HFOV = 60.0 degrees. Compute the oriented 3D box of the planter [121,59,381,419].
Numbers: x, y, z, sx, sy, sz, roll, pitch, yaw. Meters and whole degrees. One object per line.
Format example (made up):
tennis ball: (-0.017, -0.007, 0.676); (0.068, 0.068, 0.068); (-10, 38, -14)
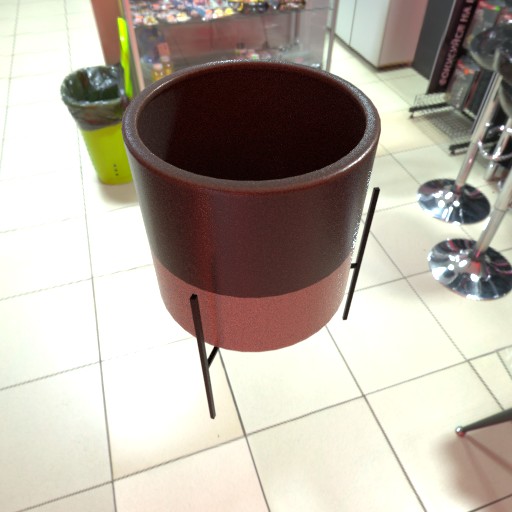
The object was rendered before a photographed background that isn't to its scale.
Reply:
planter: (0.000, 0.000, 0.520); (0.250, 0.353, 0.260); (11, 48, 10)
